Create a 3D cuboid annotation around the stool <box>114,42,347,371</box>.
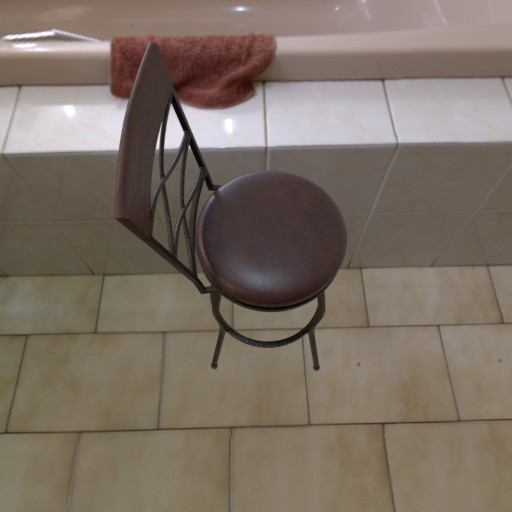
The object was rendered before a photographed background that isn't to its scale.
[{"bbox_3d":[0.000,0.000,1.351,0.513,1.130,0.448,1,63,0],"label":"stool"}]
